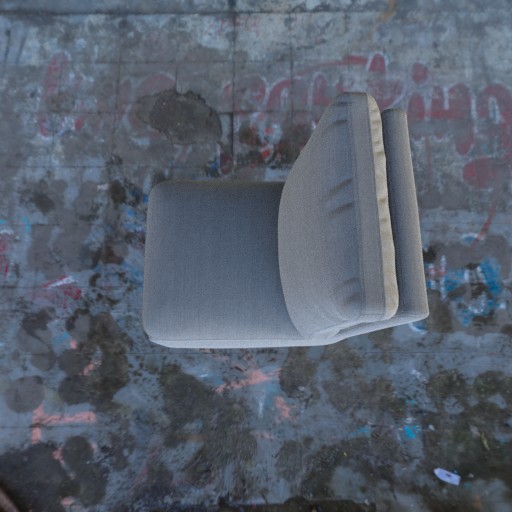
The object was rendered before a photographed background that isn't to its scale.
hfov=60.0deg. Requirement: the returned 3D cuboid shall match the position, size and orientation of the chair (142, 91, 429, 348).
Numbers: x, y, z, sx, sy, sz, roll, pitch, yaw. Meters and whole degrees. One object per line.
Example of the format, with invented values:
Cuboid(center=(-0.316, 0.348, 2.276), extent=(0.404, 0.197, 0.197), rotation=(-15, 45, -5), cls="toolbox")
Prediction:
Cuboid(center=(0.000, 0.000, 1.320), extent=(0.698, 0.927, 0.503), rotation=(-1, 75, 0), cls="chair")
